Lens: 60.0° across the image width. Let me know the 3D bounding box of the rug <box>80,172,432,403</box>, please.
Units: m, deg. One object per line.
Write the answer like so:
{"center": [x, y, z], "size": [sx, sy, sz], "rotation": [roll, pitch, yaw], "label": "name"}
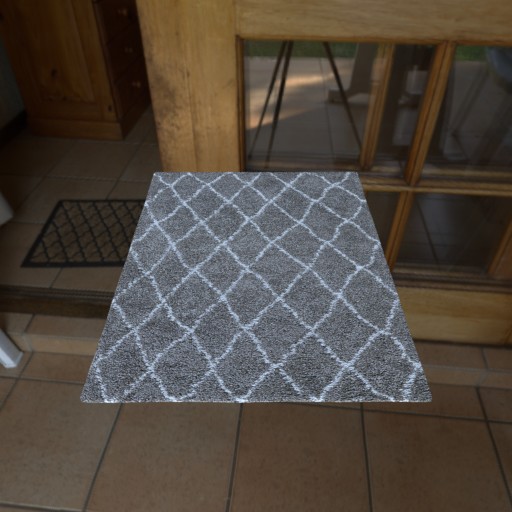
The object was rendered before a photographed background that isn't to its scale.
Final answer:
{"center": [0.000, 0.000, 4.194], "size": [2.438, 0.029, 3.047], "rotation": [0, 41, 0], "label": "rug"}
